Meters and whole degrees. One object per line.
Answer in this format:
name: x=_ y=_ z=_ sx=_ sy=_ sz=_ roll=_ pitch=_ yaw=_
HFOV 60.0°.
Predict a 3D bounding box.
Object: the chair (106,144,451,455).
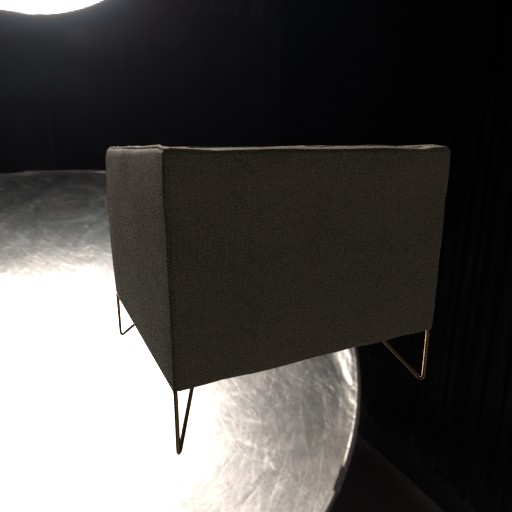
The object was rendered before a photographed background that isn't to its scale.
chair: x=0.000 y=0.000 z=1.637 sx=0.920 sy=0.799 sz=0.912 roll=-7 pitch=16 yaw=-25
